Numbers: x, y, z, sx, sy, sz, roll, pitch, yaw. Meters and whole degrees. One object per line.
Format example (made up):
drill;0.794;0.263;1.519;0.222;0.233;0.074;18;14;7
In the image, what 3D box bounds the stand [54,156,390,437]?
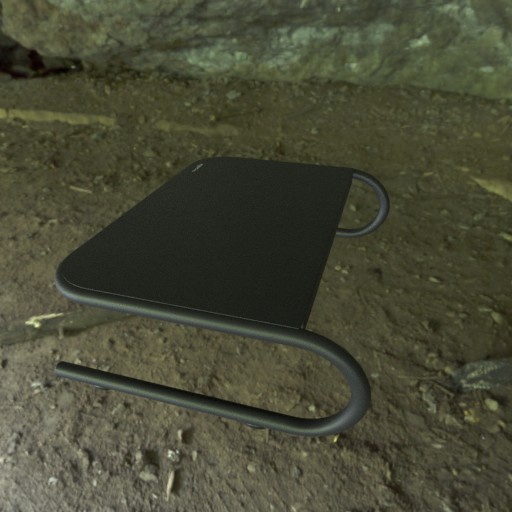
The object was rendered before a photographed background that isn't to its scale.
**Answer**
stand;0.000;0.000;0.503;0.280;0.108;0.370;9;31;14
